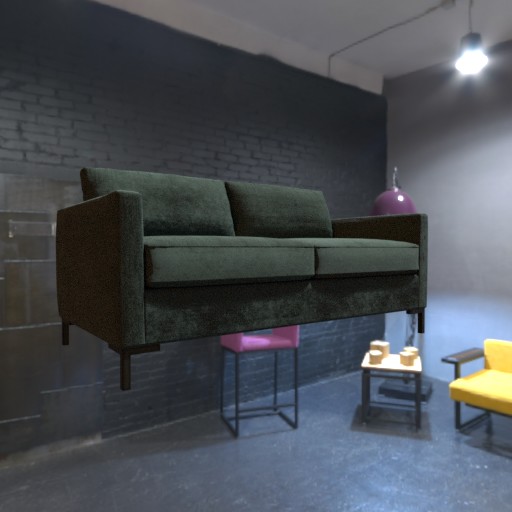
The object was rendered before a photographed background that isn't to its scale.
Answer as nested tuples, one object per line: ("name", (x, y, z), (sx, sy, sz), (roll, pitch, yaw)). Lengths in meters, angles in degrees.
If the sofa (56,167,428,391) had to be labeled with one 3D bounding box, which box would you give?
("sofa", (0.000, 0.000, 2.175), (1.676, 0.817, 0.875), (-1, 1, -36))
